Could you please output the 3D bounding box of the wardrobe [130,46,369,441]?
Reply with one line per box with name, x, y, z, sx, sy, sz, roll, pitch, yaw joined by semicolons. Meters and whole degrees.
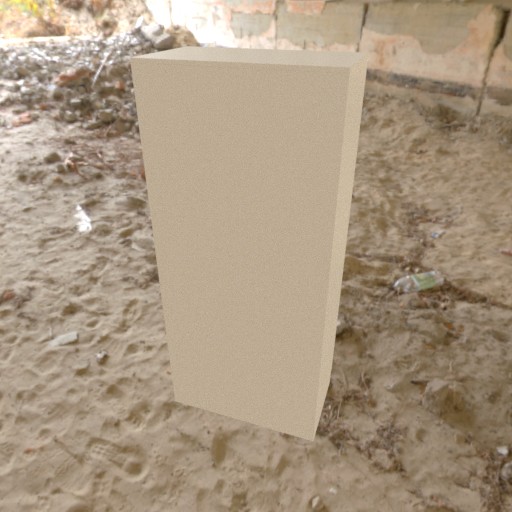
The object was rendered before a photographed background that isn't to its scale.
wardrobe;0.000;0.000;2.043;0.760;1.700;0.470;10;32;17
